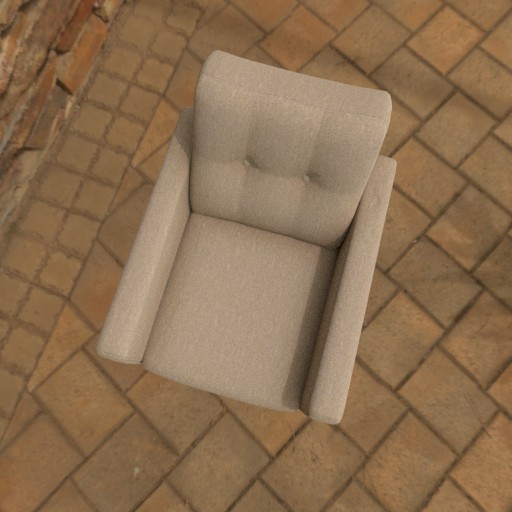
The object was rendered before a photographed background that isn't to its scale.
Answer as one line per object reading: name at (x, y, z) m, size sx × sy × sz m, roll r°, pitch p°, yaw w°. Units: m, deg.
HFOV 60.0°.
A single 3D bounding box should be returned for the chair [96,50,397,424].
chair at (0.000, 0.000, 1.803) m, size 0.897 × 0.965 × 1.128 m, roll 15°, pitch 77°, yaw 4°
